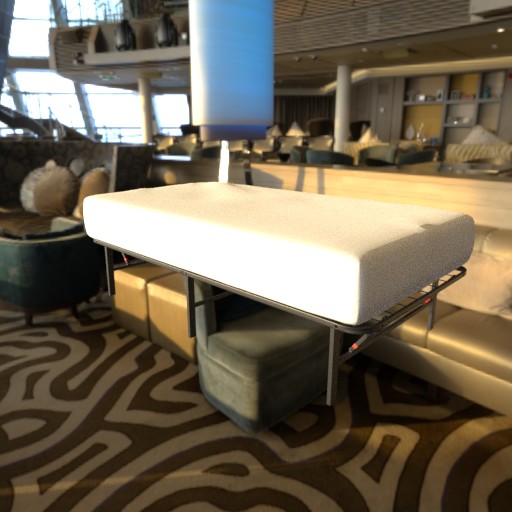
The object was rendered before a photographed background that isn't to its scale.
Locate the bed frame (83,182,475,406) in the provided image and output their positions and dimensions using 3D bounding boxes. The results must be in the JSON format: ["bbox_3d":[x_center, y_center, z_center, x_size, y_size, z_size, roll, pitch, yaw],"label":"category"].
[{"bbox_3d":[0.000,0.000,2.405,1.908,0.640,1.025,15,22,42],"label":"bed frame"}]
